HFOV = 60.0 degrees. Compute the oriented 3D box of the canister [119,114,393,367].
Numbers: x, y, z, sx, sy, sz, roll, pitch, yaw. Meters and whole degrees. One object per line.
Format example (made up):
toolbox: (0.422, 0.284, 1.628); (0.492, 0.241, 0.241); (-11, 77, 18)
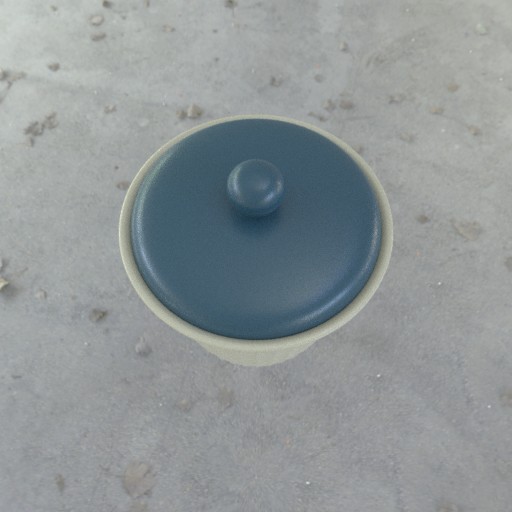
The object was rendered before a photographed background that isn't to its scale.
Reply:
canister: (0.000, 0.000, 0.347); (0.181, 0.211, 0.181); (0, 63, 0)
